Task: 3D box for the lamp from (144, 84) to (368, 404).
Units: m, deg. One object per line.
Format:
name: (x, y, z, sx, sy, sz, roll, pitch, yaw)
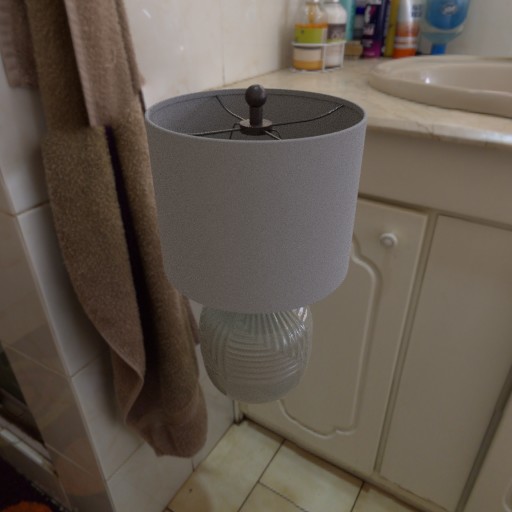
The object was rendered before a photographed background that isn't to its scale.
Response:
lamp: (0.000, 0.000, 0.774, 0.318, 0.567, 0.318, 0, 31, 0)
